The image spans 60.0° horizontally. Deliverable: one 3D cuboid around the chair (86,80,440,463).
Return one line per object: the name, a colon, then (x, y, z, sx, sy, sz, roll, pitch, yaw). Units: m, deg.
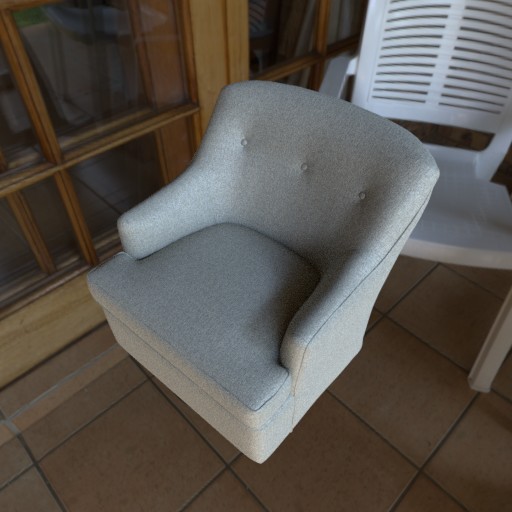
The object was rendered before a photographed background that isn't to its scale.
chair: (0.000, 0.000, 1.563, 0.864, 0.856, 0.923, 31, 53, 27)
